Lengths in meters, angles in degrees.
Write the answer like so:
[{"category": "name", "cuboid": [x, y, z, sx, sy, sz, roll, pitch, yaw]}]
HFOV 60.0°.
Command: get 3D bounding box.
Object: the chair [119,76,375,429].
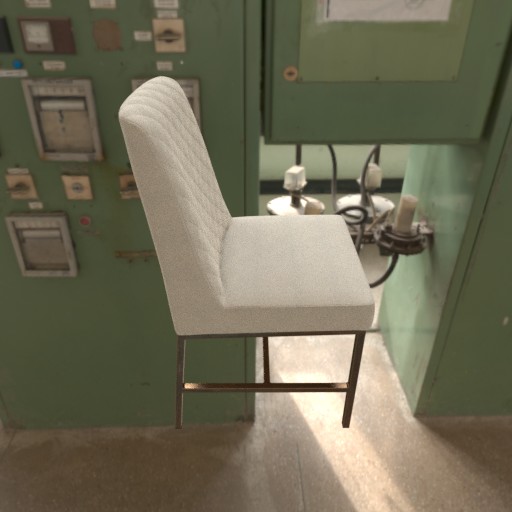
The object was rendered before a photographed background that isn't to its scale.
[{"category": "chair", "cuboid": [0.000, 0.000, 1.295, 0.597, 0.933, 0.503, 0, 32, 0]}]
